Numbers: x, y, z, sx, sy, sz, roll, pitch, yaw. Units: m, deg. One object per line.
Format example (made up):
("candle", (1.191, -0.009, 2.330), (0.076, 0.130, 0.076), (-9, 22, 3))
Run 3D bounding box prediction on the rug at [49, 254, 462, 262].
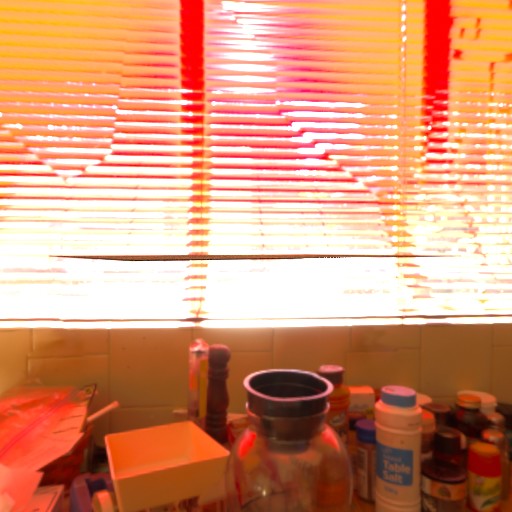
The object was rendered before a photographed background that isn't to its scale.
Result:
("rug", (0.000, 0.000, 3.819), (2.940, 0.011, 2.053), (-1, 1, -35))
